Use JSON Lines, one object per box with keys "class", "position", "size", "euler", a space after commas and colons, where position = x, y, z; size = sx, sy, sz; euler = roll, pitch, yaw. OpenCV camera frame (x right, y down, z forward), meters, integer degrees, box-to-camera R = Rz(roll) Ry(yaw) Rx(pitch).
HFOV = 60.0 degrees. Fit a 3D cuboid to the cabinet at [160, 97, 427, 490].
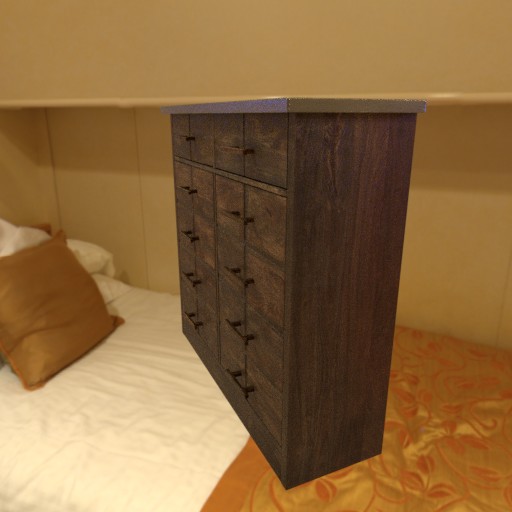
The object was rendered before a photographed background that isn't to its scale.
{"class": "cabinet", "position": [0.000, 0.000, 1.415], "size": [0.338, 0.919, 0.968], "euler": [-8, 19, -24]}
